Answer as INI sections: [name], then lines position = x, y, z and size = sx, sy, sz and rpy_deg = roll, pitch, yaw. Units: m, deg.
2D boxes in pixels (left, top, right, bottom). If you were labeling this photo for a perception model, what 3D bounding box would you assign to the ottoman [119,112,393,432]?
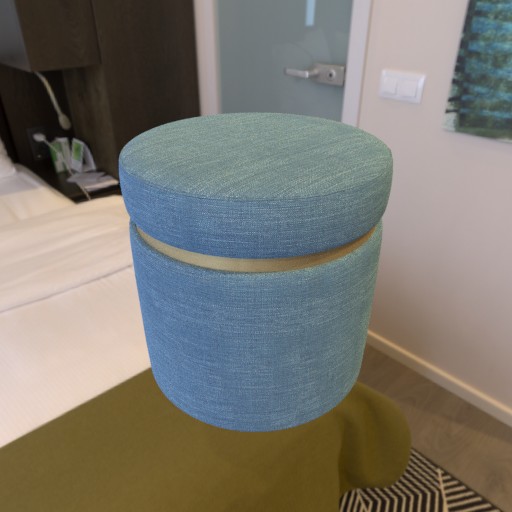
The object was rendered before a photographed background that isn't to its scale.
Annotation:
[ottoman]
position = 0.000, 0.000, 0.747
size = 0.398, 0.406, 0.398
rpy_deg = 0, 31, 0
